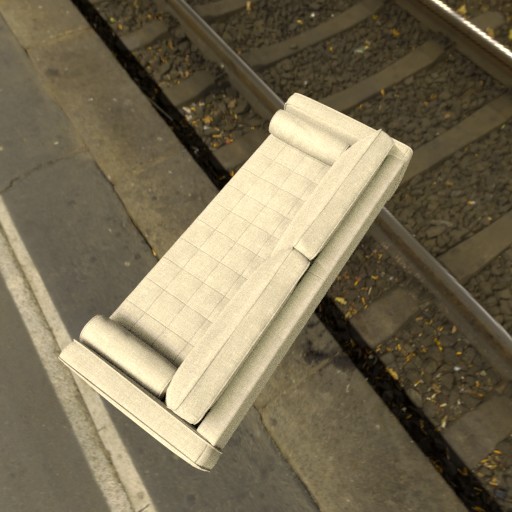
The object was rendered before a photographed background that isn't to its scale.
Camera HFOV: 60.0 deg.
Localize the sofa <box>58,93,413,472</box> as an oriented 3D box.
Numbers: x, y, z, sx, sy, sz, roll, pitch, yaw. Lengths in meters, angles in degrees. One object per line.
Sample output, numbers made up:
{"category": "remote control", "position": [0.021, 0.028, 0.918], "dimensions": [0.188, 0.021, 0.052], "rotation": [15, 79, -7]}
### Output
{"category": "sofa", "position": [0.000, 0.000, 2.630], "dimensions": [0.914, 0.762, 2.211], "rotation": [31, 67, 15]}
